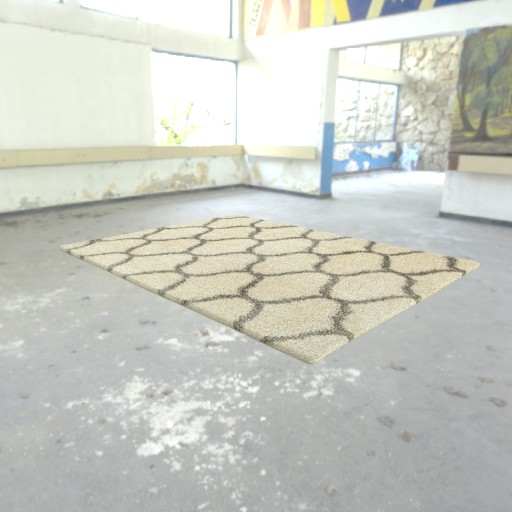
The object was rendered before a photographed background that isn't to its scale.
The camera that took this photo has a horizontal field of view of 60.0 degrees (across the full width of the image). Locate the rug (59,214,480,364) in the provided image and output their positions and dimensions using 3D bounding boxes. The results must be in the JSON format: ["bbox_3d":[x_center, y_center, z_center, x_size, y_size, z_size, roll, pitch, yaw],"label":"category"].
[{"bbox_3d":[0.000,0.000,2.082,1.600,0.025,1.200,15,22,43],"label":"rug"}]
